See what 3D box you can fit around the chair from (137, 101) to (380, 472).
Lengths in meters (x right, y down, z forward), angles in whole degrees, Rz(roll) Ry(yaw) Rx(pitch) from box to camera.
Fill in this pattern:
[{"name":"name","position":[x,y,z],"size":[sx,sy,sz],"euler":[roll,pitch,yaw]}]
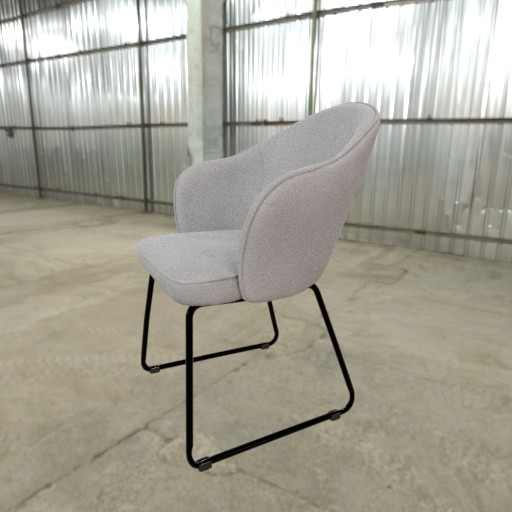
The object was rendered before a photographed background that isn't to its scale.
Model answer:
[{"name":"chair","position":[0.000,0.000,1.211],"size":[0.592,0.817,0.570],"euler":[-7,16,-26]}]
